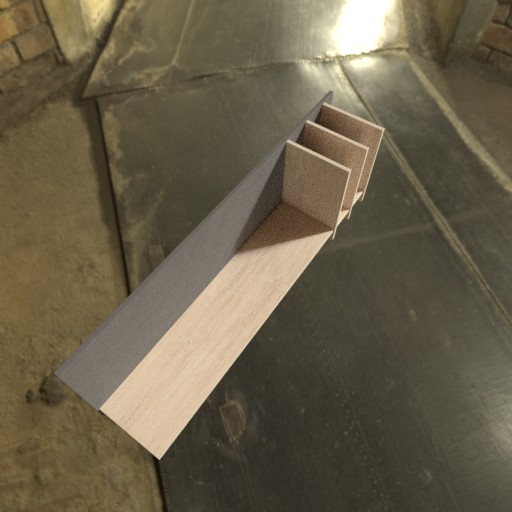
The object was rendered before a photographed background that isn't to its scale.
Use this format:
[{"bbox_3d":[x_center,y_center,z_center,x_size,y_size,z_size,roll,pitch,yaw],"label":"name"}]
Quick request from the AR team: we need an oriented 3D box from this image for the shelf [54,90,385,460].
[{"bbox_3d":[0.000,0.000,1.144,0.200,0.300,1.020,31,62,19],"label":"shelf"}]
